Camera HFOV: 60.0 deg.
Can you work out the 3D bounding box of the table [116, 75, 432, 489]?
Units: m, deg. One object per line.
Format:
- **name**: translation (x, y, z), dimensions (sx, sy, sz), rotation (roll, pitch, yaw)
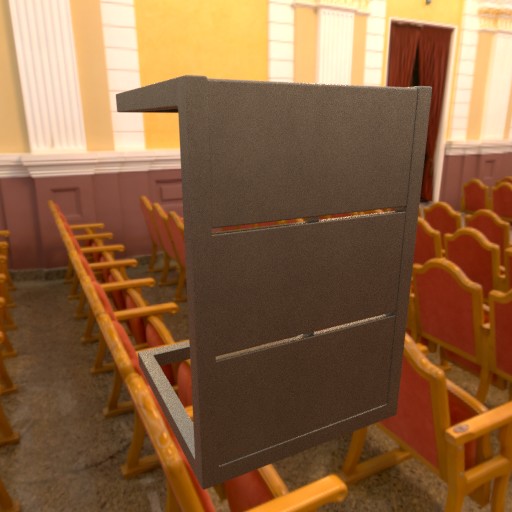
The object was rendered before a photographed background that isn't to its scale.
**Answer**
- **table**: translation (0.000, 0.000, 0.870), dimensions (0.405, 0.609, 0.420), rotation (-9, 19, -26)
